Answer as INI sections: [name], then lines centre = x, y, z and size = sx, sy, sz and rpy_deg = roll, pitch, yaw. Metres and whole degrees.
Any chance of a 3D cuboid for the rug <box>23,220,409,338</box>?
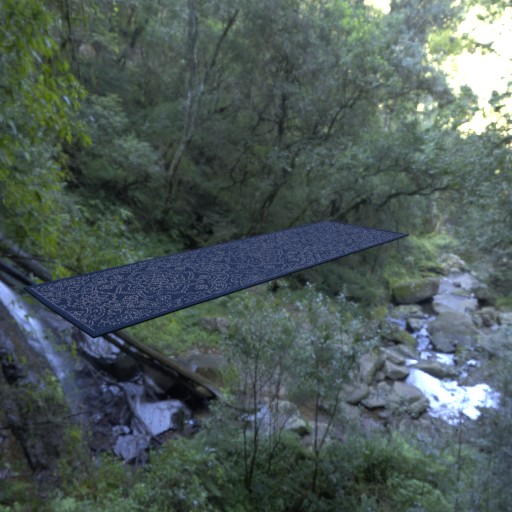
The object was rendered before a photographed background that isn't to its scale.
[rug]
centre = 0.000, 0.000, 2.718
size = 2.448, 0.012, 0.769
rpy_deg = -15, 21, -43
